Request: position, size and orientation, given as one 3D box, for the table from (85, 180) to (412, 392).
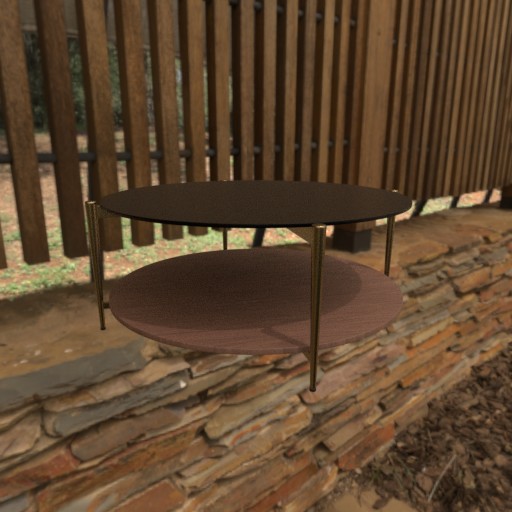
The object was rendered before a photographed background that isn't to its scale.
[{"bbox_3d":[0.000,0.000,1.456,0.938,0.400,0.938,14,21,42],"label":"table"}]
